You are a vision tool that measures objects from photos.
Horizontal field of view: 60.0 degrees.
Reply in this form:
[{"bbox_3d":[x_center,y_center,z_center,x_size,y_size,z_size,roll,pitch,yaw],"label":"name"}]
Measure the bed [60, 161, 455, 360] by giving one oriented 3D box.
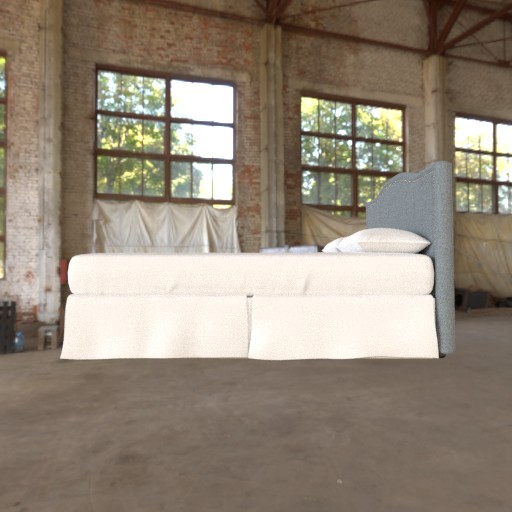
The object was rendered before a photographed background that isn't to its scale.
[{"bbox_3d":[0.000,0.000,4.028,2.689,1.457,2.161,0,-1,1],"label":"bed"}]
